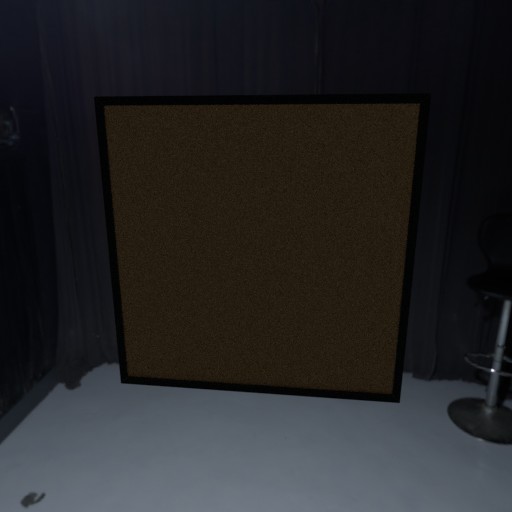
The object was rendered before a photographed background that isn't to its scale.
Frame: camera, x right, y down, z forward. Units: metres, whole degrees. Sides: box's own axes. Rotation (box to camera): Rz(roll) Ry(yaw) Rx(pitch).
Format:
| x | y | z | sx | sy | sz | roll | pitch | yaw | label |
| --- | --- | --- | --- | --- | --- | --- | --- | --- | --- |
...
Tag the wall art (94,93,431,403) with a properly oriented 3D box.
| x | y | z | sx | sy | sz | roll | pitch | yaw | label |
| --- | --- | --- | --- | --- | --- | --- | --- | --- | --- |
| 0.000 | 0.000 | 1.115 | 0.761 | 0.761 | 0.037 | 2 | 16 | 7 | wall art |
